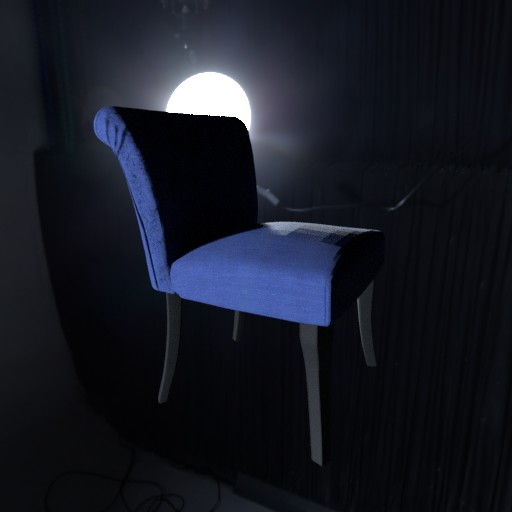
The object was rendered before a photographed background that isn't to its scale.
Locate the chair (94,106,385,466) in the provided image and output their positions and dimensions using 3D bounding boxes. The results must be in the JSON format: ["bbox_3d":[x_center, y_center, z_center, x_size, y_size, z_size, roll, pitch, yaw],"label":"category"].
[{"bbox_3d":[0.000,0.000,1.198,0.606,0.753,0.585,8,17,26],"label":"chair"}]
